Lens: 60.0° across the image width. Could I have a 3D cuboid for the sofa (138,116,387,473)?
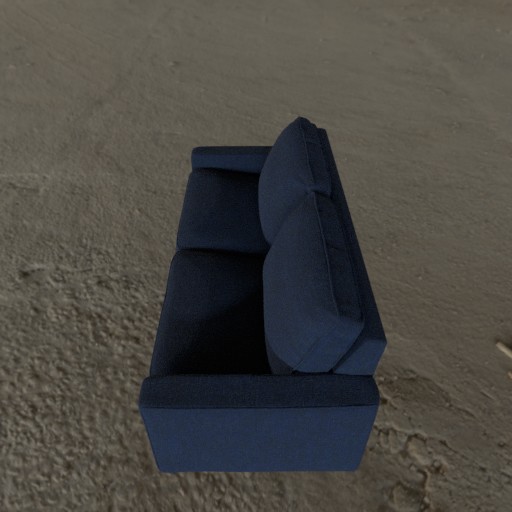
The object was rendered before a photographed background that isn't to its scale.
[{"bbox_3d":[0.000,0.000,2.491,0.940,0.919,2.080,0,41,0],"label":"sofa"}]
